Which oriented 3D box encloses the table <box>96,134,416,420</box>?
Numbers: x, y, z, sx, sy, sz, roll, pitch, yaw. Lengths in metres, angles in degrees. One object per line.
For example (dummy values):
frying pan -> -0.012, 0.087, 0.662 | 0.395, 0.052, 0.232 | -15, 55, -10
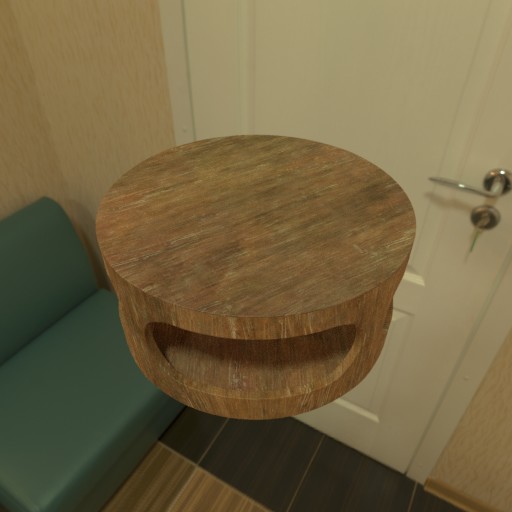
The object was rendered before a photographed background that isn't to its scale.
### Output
table -> 0.000, 0.000, 1.541 | 0.974, 0.450, 0.974 | 0, 40, 0
